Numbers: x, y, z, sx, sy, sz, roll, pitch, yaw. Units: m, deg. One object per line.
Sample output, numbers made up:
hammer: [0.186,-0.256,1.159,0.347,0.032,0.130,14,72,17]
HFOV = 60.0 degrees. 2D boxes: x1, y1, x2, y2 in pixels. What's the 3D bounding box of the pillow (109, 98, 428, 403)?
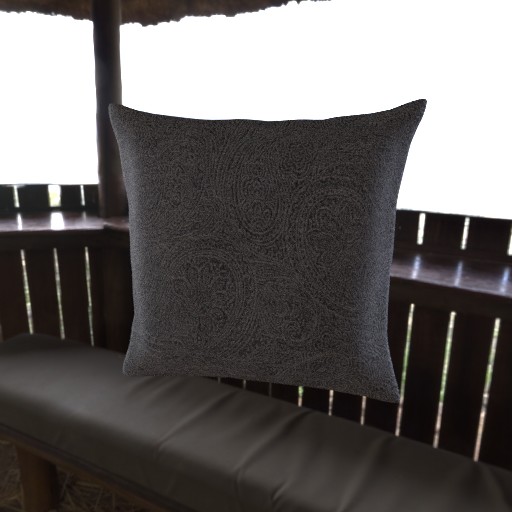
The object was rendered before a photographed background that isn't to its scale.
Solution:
pillow: [0.000,0.000,0.768,0.523,0.510,0.166,2,15,9]
